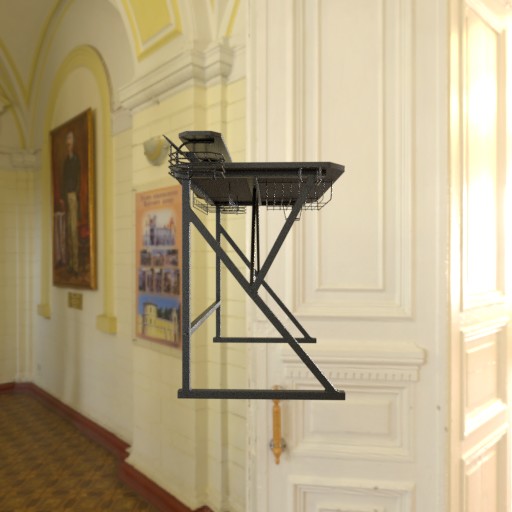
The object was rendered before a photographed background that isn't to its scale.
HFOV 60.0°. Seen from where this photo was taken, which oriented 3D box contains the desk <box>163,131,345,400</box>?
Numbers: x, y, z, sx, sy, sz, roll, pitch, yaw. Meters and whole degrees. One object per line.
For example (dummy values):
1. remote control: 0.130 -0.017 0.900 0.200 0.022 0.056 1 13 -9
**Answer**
1. desk: 0.000 0.000 1.808 0.580 0.880 1.290 0 1 2
